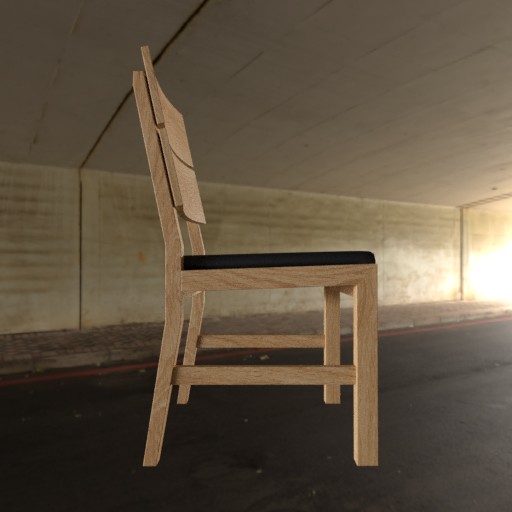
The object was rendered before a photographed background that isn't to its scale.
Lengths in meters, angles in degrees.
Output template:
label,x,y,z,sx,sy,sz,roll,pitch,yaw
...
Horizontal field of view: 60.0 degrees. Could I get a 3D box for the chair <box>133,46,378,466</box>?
label,x,y,z,sx,sy,sz,roll,pitch,yaw
chair,0.000,0.000,1.239,0.569,0.950,0.475,0,-1,0
